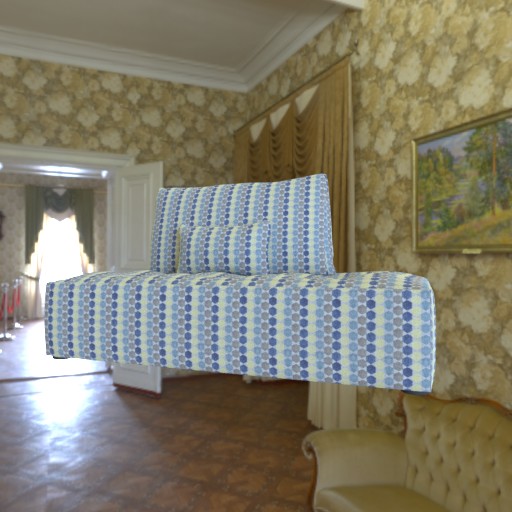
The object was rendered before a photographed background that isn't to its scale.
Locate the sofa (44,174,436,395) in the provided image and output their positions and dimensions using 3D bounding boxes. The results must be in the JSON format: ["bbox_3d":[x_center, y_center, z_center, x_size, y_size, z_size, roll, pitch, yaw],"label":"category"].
[{"bbox_3d":[0.000,0.000,1.962,1.450,0.820,1.000,0,-1,20],"label":"sofa"}]
